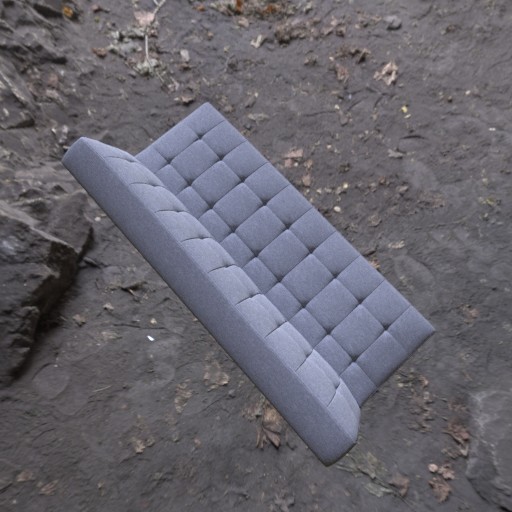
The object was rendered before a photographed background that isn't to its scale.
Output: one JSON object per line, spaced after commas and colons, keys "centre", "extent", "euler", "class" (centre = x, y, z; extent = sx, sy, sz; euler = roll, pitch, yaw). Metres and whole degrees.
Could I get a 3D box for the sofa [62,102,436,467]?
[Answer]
{"centre": [0.000, 0.000, 2.287], "extent": [0.860, 0.810, 1.800], "euler": [-41, 79, -10], "class": "sofa"}
